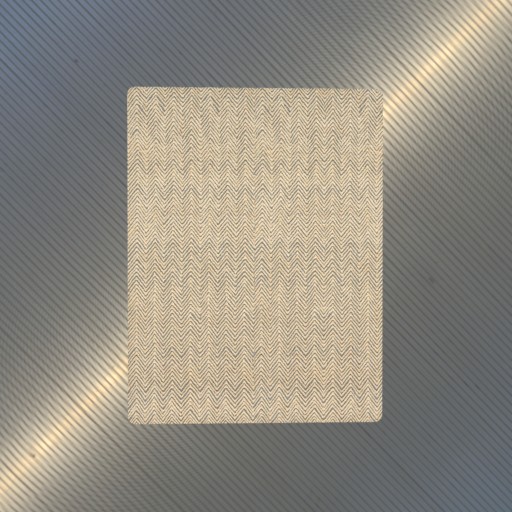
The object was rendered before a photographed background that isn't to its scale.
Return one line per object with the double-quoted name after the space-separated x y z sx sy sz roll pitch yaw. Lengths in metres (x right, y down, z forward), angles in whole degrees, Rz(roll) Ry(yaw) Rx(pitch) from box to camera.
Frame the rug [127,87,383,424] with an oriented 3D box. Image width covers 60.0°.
0.000 0.000 4.244 2.439 0.014 3.207 0 90 -1 "rug"
